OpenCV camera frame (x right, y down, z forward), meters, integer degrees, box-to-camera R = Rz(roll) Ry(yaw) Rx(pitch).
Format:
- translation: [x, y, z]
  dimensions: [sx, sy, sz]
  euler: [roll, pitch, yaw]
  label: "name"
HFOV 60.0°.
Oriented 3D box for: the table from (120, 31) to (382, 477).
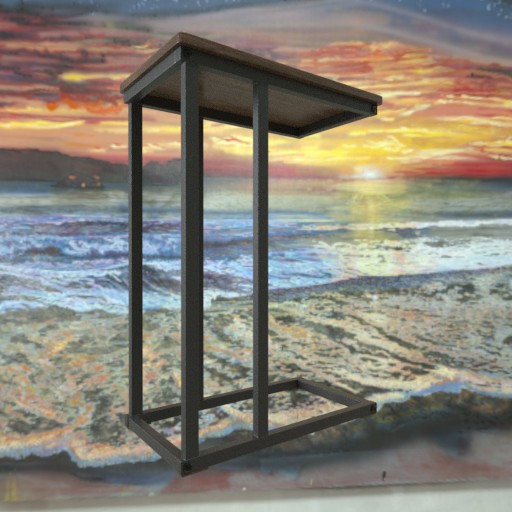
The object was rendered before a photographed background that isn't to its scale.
- translation: [0.000, 0.000, 0.859]
  dimensions: [0.450, 0.637, 0.254]
  euler: [0, 0, -36]
  label: "table"
